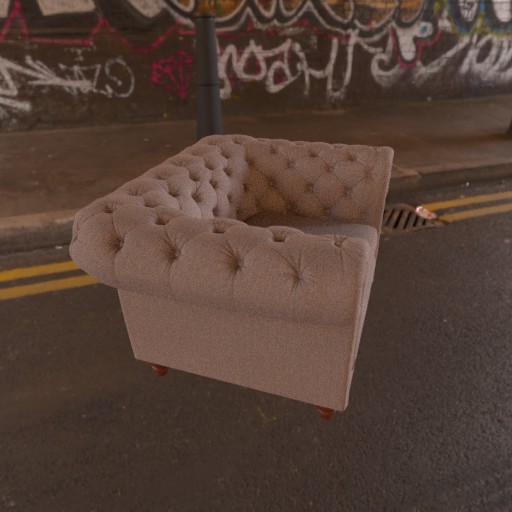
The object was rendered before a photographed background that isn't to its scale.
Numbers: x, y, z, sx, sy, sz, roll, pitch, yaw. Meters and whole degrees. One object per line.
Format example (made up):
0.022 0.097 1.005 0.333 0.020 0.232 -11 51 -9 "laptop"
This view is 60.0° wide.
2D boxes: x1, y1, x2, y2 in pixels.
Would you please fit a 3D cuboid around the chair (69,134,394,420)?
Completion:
0.000 0.000 1.904 0.976 0.770 1.270 9 31 16 "chair"
